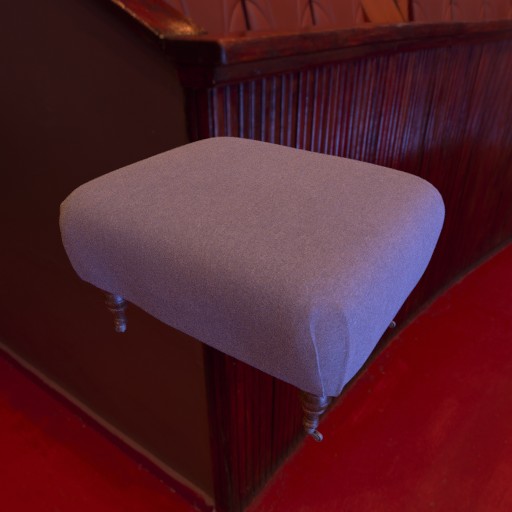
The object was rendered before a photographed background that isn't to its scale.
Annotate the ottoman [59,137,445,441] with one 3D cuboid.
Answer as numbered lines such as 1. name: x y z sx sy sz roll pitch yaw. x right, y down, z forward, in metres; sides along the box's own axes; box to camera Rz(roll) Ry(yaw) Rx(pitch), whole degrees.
1. ottoman: 0.000 0.000 1.102 0.747 0.450 0.622 19 35 29
